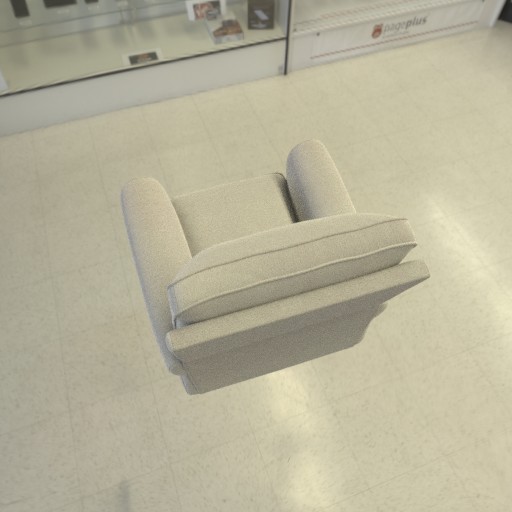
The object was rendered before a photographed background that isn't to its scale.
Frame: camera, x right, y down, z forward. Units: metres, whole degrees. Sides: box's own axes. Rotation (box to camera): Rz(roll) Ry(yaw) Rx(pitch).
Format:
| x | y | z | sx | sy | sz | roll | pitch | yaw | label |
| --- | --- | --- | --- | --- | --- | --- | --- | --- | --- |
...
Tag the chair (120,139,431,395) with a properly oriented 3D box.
| x | y | z | sx | sy | sz | roll | pitch | yaw | label |
| --- | --- | --- | --- | --- | --- | --- | --- | --- | --- |
| 0.000 | 0.000 | 1.666 | 0.890 | 0.960 | 0.878 | -15 | 58 | -10 | chair |
